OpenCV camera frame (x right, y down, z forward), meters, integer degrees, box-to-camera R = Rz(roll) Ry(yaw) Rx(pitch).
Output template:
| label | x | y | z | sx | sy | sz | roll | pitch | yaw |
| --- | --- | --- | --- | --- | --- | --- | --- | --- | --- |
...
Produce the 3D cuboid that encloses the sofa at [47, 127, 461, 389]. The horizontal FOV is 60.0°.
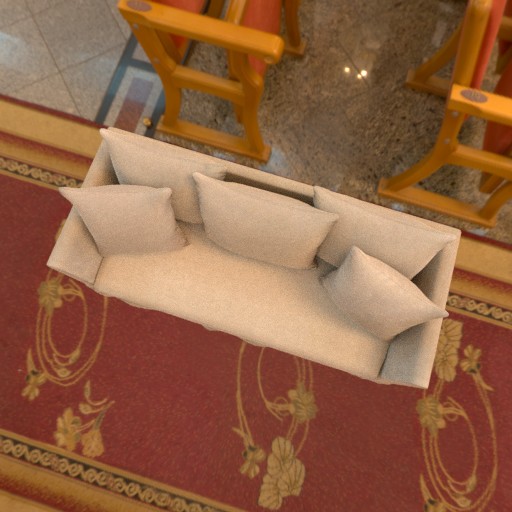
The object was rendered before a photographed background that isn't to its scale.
| label | x | y | z | sx | sy | sz | roll | pitch | yaw |
| --- | --- | --- | --- | --- | --- | --- | --- | --- | --- |
| sofa | 0.000 | 0.000 | 2.835 | 2.290 | 1.034 | 1.031 | 17 | 76 | 4 |
